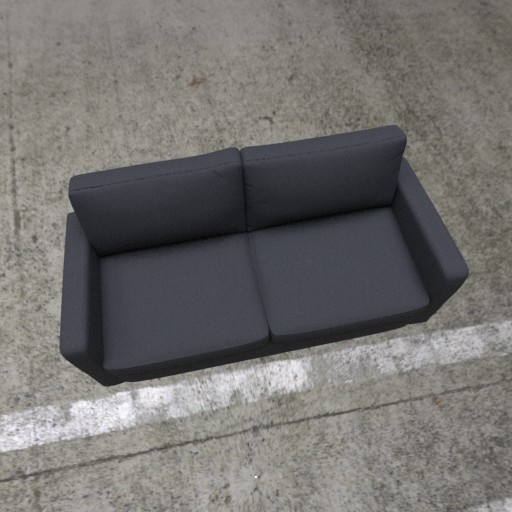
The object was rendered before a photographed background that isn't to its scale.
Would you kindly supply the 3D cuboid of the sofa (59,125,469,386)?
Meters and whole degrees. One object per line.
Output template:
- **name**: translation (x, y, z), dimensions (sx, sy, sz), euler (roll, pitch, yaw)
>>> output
- **sofa**: translation (0.000, 0.000, 2.278), dimensions (1.852, 0.839, 0.898), euler (-10, 64, -5)
